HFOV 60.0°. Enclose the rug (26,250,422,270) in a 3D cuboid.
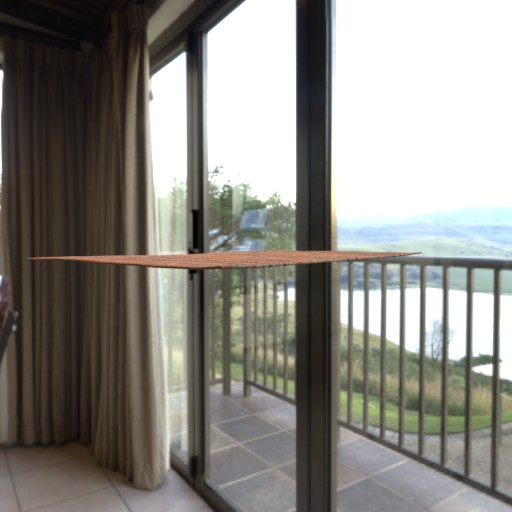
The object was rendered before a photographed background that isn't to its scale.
[{"bbox_3d":[0.000,0.000,3.085,1.537,0.029,2.439,1,2,37],"label":"rug"}]
